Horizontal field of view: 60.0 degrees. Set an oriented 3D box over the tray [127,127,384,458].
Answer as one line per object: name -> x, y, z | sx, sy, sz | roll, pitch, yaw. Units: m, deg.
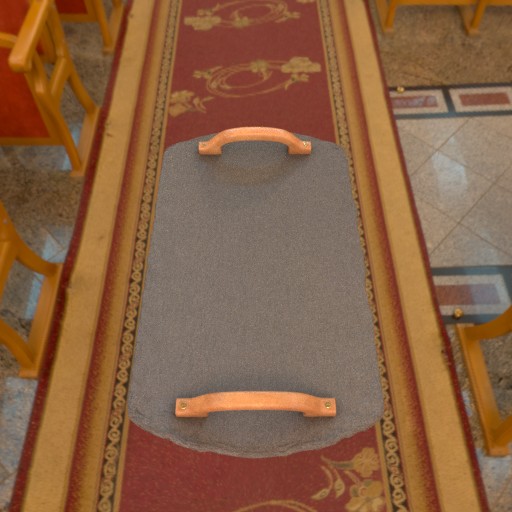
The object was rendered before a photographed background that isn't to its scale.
tray -> 0.000, 0.000, 0.464 | 0.231, 0.062, 0.387 | 0, 58, 0
